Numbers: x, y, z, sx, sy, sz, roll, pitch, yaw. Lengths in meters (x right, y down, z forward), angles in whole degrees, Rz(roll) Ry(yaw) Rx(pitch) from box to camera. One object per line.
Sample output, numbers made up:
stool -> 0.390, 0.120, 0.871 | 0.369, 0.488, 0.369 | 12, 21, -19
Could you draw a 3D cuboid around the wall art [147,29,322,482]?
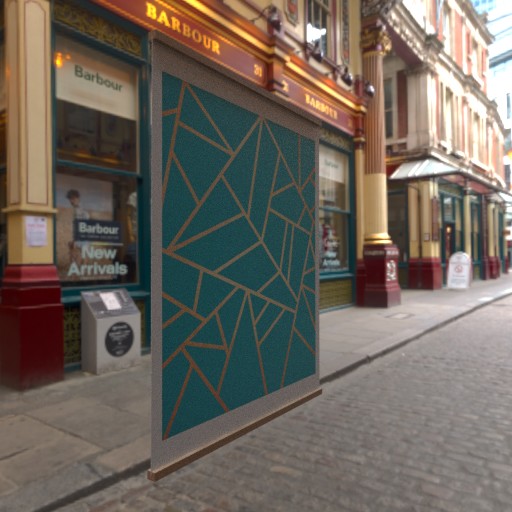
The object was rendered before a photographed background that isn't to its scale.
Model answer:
wall art -> 0.000, 0.000, 0.665 | 0.012, 0.508, 0.405 | 0, -1, 36
